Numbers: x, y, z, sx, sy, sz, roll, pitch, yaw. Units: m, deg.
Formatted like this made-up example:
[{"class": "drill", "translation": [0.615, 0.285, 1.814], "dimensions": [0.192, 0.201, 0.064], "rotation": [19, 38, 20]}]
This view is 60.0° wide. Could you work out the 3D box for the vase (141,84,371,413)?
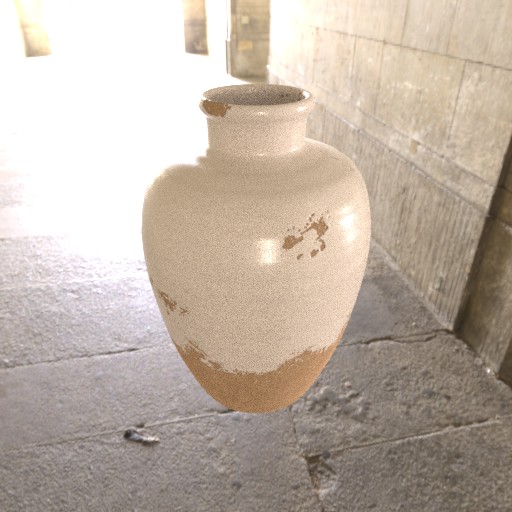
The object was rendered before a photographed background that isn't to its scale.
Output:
[{"class": "vase", "translation": [0.000, 0.000, 0.326], "dimensions": [0.158, 0.228, 0.158], "rotation": [0, 31, 0]}]
